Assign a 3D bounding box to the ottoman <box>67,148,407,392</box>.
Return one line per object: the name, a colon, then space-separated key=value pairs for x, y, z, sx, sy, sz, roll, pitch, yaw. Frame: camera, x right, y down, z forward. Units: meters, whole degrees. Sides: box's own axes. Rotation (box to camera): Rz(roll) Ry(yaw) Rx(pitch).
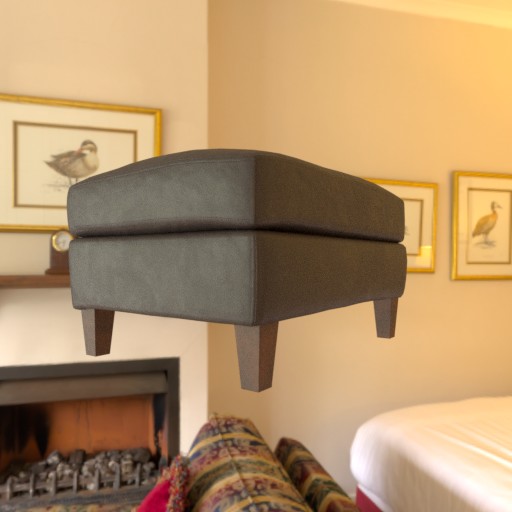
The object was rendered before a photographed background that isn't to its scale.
ottoman: x=0.000 y=0.000 z=1.325 sx=0.659 sy=0.529 sz=0.887 roll=0 pitch=-1 yaw=36
